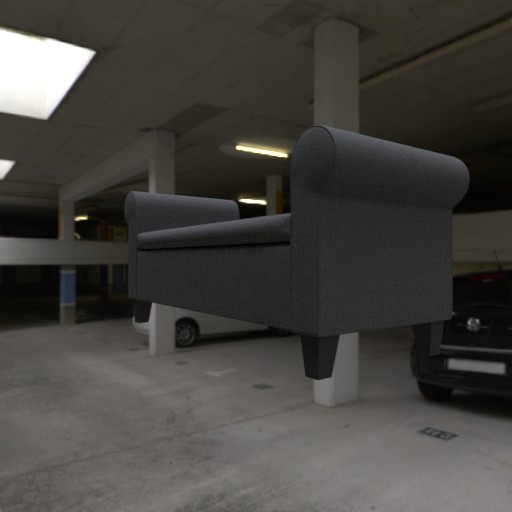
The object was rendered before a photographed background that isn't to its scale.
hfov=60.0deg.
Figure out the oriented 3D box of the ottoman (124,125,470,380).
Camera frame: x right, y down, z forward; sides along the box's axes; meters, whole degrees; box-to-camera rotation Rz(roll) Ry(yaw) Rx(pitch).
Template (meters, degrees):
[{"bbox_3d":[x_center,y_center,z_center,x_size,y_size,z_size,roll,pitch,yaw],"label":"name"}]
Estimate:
[{"bbox_3d":[0.000,0.000,1.541,0.521,0.547,1.256,0,-1,-35],"label":"ottoman"}]
